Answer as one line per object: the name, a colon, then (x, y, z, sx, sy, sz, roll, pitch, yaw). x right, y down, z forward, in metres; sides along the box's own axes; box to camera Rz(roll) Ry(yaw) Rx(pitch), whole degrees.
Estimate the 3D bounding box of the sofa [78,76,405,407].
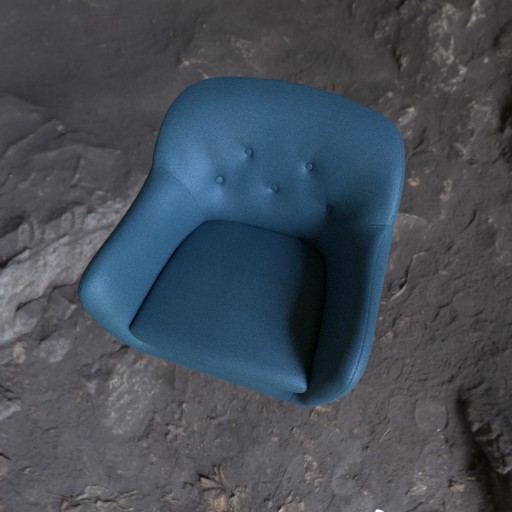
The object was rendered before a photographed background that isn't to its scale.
sofa: (0.000, 0.000, 1.523, 0.836, 0.817, 0.825, 16, 59, 10)
